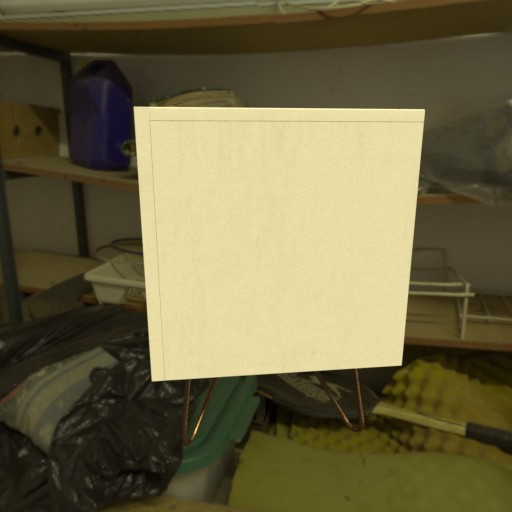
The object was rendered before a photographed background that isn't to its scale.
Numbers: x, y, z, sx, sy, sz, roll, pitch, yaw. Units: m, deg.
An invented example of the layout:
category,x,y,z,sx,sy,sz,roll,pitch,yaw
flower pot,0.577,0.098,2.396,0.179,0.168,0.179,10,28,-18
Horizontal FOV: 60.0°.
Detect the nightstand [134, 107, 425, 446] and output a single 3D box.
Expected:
category,x,y,z,sx,sy,sz,roll,pitch,yaw
nightstand,0.000,0.000,1.017,0.447,0.604,0.614,-2,15,-7
